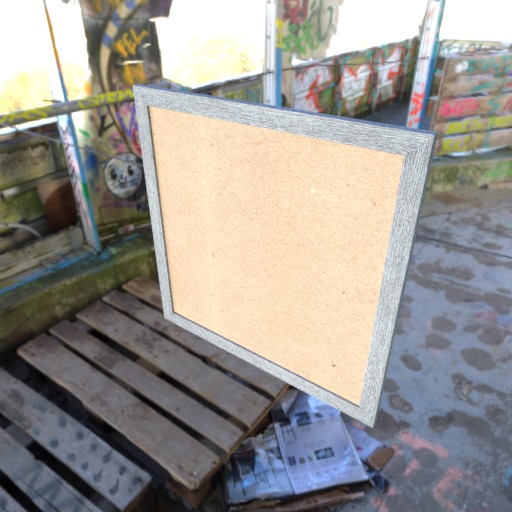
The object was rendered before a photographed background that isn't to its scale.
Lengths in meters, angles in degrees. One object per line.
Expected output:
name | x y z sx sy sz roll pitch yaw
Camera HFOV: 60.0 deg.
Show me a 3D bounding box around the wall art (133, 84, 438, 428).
wall art | 0.000 0.000 1.032 0.685 0.685 0.020 21 37 30
